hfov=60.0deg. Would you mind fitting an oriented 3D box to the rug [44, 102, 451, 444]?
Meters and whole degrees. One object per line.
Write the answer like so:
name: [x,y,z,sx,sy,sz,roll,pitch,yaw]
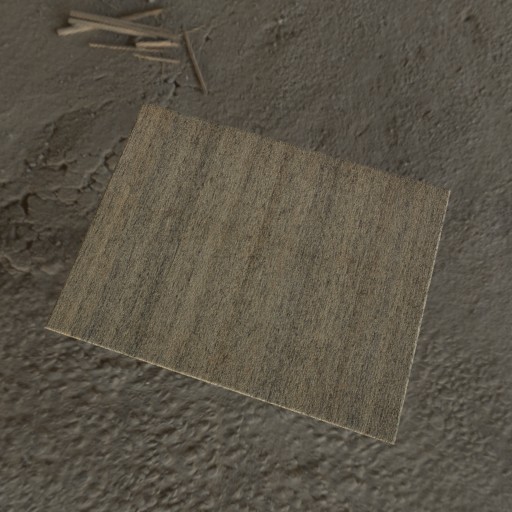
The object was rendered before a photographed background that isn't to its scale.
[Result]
rug: [0.000,0.000,4.133,3.199,0.036,2.414,17,76,4]
